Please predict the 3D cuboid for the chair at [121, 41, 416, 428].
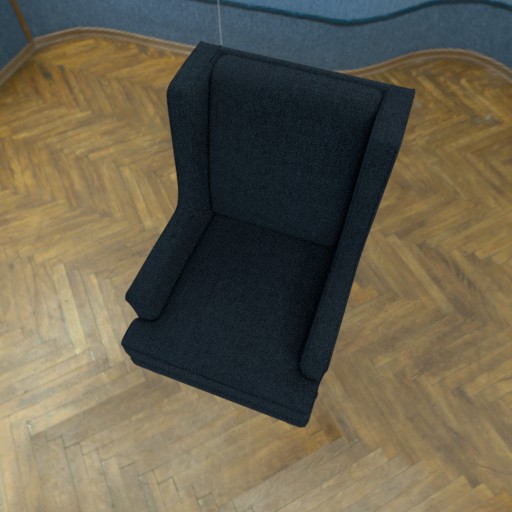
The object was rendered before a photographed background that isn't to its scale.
[{"bbox_3d":[0.000,0.000,1.703,0.764,1.072,0.947,17,60,10],"label":"chair"}]
